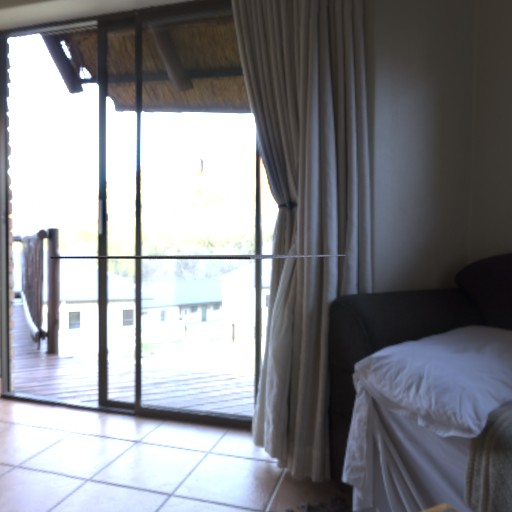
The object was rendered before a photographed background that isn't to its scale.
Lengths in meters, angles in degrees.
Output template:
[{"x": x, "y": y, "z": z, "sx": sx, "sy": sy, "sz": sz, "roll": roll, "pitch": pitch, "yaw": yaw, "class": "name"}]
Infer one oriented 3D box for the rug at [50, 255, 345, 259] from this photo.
[{"x": 0.000, "y": 0.000, "z": 2.631, "sx": 0.766, "sy": 0.008, "sz": 2.432, "roll": 0, "pitch": 0, "yaw": 18, "class": "rug"}]
